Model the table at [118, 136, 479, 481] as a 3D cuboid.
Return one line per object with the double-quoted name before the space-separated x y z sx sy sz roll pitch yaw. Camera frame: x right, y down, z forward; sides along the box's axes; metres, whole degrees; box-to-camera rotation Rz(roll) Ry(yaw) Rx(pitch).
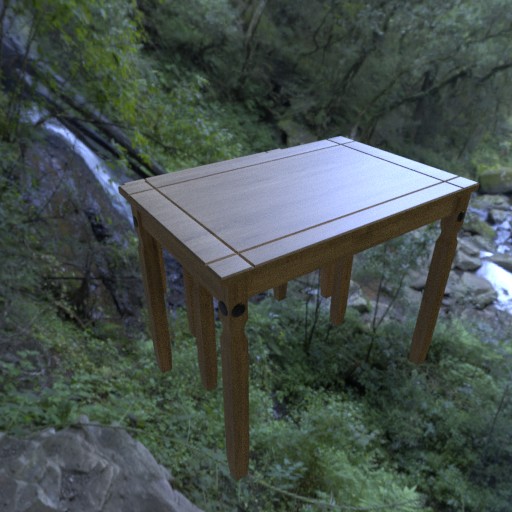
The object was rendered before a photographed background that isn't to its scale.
"table" 0.000 0.000 1.223 0.660 0.535 0.773 -20 36 -29
